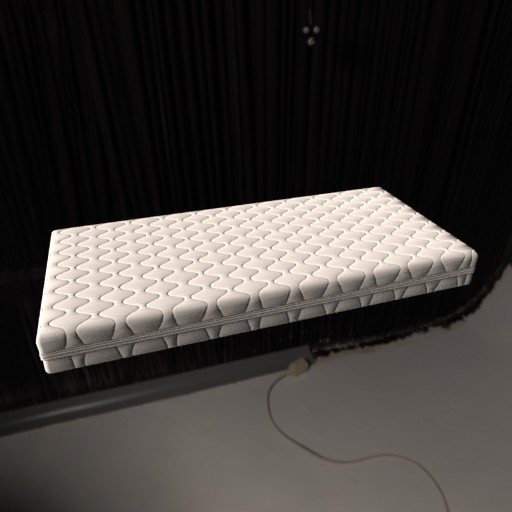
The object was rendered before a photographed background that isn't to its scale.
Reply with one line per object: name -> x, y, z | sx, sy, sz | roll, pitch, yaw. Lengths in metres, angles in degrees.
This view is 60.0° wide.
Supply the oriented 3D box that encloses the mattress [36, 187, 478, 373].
mattress -> 0.000, 0.000, 2.291 | 2.000, 0.200, 0.900 | -9, 32, -15
